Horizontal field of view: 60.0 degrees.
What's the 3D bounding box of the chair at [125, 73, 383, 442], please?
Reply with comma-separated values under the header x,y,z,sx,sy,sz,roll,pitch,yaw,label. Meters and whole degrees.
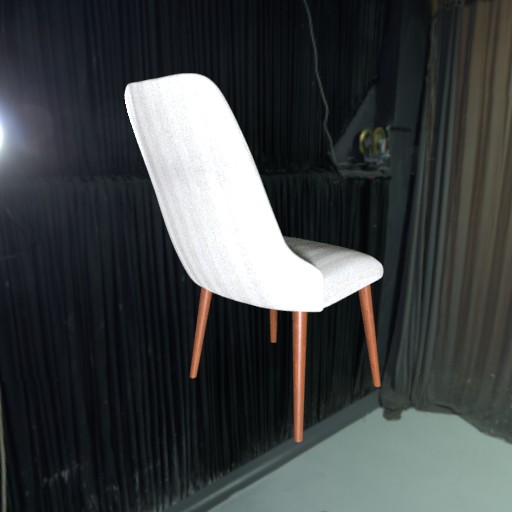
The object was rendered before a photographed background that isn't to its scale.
x,y,z,sx,sy,sz,roll,pitch,yaw,label
0.000,0.000,1.307,0.684,0.917,0.526,-13,19,-43,chair
